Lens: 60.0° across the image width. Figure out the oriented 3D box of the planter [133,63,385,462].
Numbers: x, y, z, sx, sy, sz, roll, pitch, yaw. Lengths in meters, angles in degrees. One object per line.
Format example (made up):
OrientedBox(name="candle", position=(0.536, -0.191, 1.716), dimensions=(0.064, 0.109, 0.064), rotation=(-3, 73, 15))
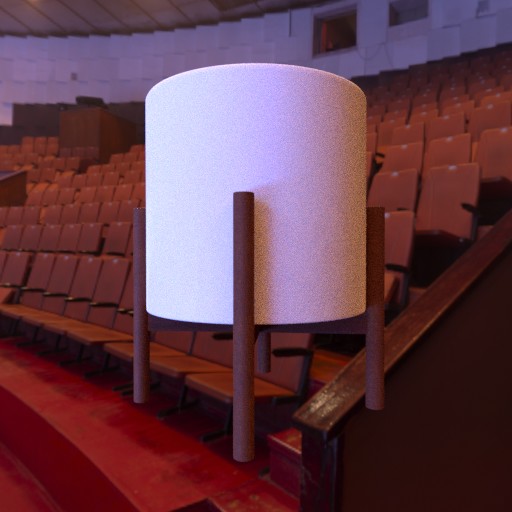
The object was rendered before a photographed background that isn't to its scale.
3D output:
OrientedBox(name="planter", position=(0.000, 0.000, 0.871), dimensions=(0.420, 0.581, 0.421), rotation=(-1, 1, -38))
